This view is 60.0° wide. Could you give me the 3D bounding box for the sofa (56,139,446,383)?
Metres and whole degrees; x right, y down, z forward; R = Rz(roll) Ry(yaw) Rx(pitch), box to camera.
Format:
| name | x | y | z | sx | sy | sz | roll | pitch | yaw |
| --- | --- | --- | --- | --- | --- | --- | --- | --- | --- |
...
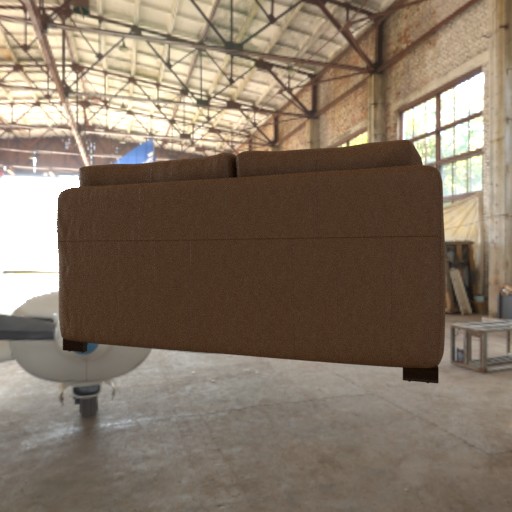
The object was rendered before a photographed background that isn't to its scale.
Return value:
| name | x | y | z | sx | sy | sz | roll | pitch | yaw |
| --- | --- | --- | --- | --- | --- | --- | --- | --- | --- |
| sofa | 0.000 | 0.000 | 2.408 | 1.855 | 0.980 | 0.962 | 0 | 0 | 19 |
